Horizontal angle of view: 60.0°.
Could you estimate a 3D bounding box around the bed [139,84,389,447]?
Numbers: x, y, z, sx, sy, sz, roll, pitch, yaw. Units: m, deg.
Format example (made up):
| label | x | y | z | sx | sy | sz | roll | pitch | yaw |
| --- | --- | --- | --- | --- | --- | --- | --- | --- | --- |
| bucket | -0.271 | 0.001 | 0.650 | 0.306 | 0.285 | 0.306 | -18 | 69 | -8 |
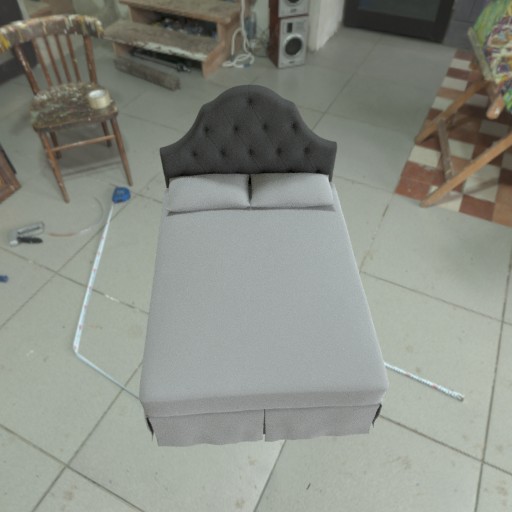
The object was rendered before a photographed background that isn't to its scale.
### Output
| label | x | y | z | sx | sy | sz | roll | pitch | yaw |
| --- | --- | --- | --- | --- | --- | --- | --- | --- | --- |
| bed | 0.000 | 0.000 | 3.282 | 1.636 | 1.575 | 2.155 | -2 | 48 | -2 |
